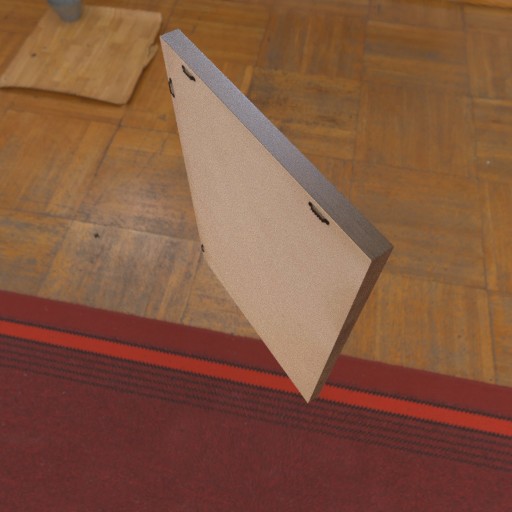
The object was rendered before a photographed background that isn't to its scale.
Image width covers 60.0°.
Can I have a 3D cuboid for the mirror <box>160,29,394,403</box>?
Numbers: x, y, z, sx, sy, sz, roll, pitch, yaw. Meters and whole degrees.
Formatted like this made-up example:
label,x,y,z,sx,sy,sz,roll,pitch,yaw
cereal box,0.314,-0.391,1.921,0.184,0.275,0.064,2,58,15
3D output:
label,x,y,z,sx,sy,sz,roll,pitch,yaw
mirror,0.000,0.000,0.915,0.040,0.710,0.507,-30,64,-17
